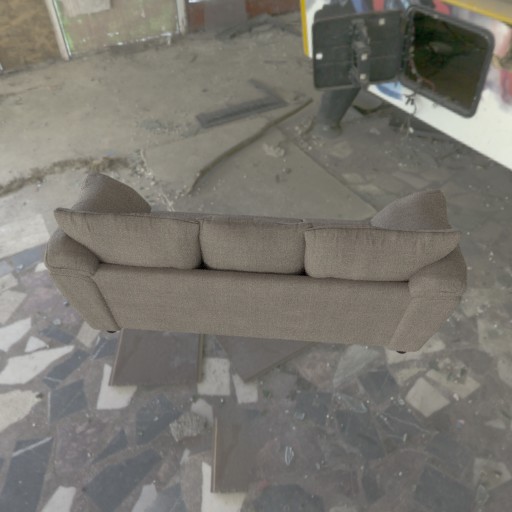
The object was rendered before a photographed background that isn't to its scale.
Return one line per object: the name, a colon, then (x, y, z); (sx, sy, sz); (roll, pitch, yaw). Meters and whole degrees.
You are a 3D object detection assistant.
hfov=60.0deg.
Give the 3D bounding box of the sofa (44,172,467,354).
sofa: (0.000, 0.000, 2.806); (2.334, 0.996, 0.878); (3, 45, 3)
